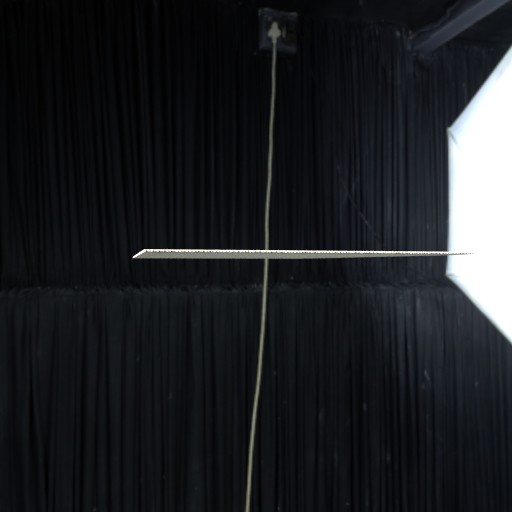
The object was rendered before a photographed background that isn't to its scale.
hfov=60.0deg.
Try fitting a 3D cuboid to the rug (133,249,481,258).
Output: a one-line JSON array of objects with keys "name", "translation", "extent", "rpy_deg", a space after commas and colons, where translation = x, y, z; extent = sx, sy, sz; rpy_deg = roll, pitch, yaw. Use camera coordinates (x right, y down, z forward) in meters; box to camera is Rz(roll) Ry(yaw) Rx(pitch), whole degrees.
[{"name": "rug", "translation": [0.000, 0.000, 2.906], "extent": [1.514, 0.011, 2.233], "rpy_deg": [0, -1, -17]}]
